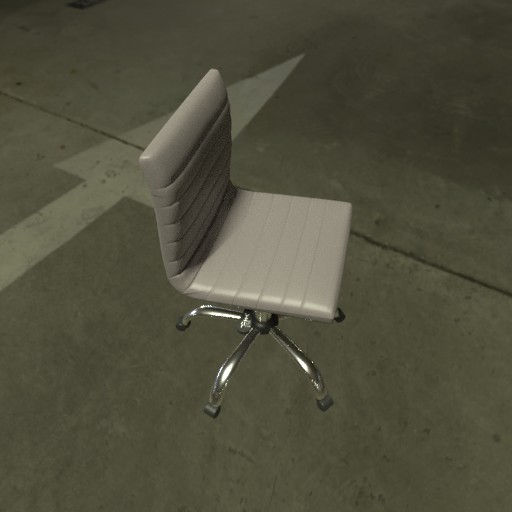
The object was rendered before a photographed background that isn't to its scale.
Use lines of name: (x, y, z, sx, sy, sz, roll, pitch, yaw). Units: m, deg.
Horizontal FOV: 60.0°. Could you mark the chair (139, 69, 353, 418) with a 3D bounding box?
chair: (0.000, 0.000, 1.132, 0.530, 0.780, 0.556, 10, 46, 10)
